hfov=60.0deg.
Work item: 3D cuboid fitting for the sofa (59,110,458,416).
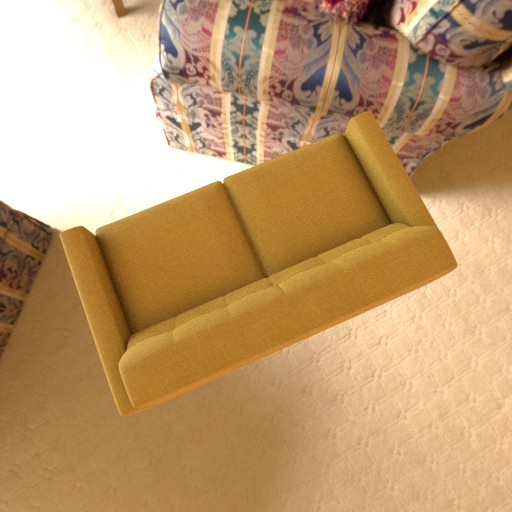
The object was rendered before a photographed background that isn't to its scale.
[{"bbox_3d":[0.000,0.000,2.173,1.631,0.841,0.909,-23,77,-6],"label":"sofa"}]
